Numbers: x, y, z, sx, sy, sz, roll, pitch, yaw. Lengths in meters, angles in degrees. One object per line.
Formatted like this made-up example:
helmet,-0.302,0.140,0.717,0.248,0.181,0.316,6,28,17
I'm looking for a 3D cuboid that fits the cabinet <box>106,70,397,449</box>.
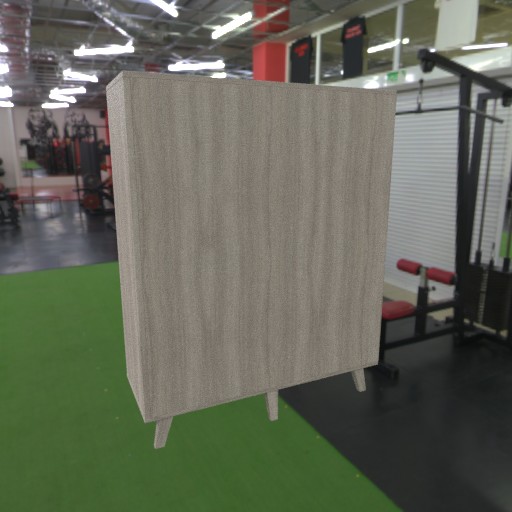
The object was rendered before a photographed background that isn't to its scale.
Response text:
cabinet,0.000,0.000,1.948,1.111,1.388,0.398,-6,15,-25
